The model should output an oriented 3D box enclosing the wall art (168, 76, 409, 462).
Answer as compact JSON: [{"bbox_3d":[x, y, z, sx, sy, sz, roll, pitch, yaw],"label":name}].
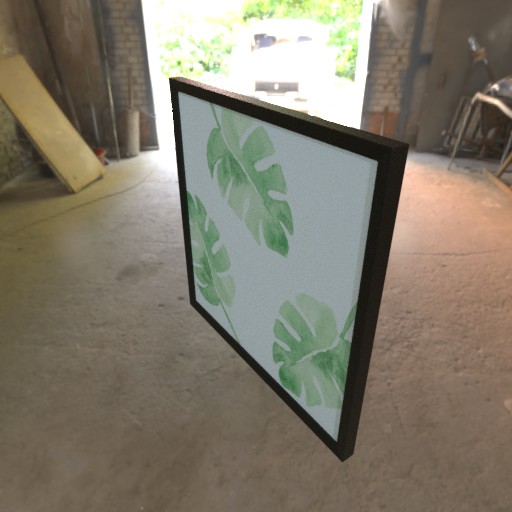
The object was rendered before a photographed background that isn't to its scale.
[{"bbox_3d":[0.000,0.000,1.138,0.038,0.765,0.765,-20,36,-30],"label":"wall art"}]
